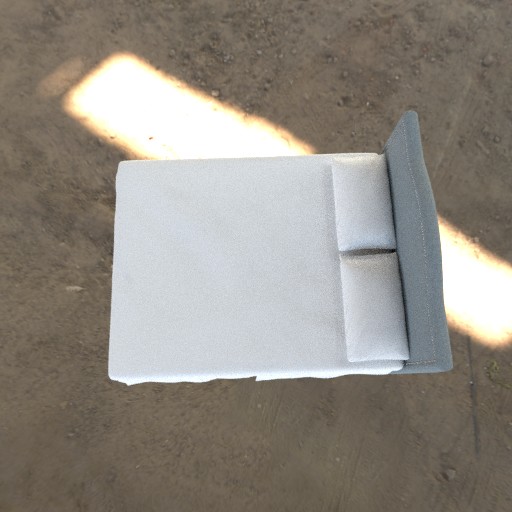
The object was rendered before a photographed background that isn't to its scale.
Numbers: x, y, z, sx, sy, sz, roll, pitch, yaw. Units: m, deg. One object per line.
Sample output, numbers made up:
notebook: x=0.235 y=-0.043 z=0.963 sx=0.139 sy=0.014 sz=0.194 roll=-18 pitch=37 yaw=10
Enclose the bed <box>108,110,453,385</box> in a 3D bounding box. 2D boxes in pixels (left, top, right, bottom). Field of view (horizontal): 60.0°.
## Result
bed: x=0.000 y=0.000 z=3.931 sx=2.689 sy=1.457 sz=2.161 roll=-2 pitch=75 yaw=-1
